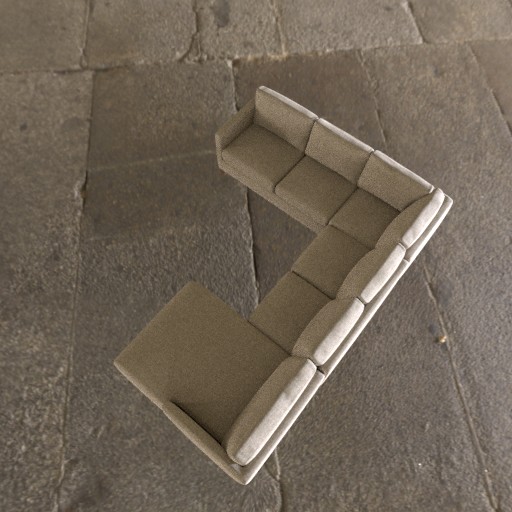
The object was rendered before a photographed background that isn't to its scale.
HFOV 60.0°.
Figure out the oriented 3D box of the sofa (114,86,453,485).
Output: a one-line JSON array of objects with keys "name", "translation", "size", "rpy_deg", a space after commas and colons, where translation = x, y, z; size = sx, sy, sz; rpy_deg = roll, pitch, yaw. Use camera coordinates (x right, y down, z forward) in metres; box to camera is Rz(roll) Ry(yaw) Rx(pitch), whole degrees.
[{"name": "sofa", "translation": [0.000, 0.000, 4.610], "size": [2.593, 0.959, 3.460], "rpy_deg": [36, 69, 16]}]
